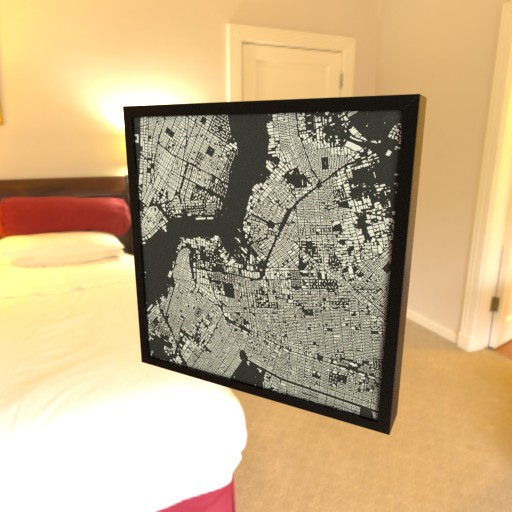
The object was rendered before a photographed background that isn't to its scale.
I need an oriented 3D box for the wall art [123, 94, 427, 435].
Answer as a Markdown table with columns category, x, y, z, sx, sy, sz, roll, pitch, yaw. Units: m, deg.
| category | x | y | z | sx | sy | sz | roll | pitch | yaw |
| --- | --- | --- | --- | --- | --- | --- | --- | --- | --- |
| wall art | 0.000 | 0.000 | 0.456 | 0.299 | 0.299 | 0.037 | 8 | 17 | 27 |
